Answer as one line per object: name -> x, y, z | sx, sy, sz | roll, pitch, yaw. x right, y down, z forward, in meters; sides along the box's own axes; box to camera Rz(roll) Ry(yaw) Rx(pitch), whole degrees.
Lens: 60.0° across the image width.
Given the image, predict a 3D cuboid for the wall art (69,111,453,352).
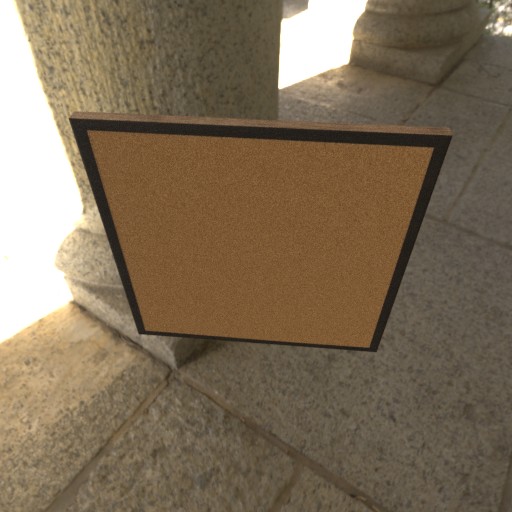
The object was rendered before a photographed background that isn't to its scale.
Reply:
wall art -> 0.000, 0.000, 1.054 | 0.695, 0.691, 0.029 | 4, 45, 4
